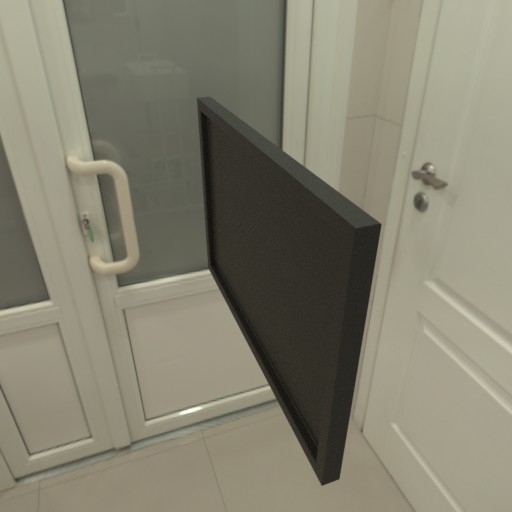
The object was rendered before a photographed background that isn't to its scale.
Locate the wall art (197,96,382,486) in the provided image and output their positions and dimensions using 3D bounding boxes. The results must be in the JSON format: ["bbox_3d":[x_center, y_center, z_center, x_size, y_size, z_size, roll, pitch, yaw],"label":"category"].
[{"bbox_3d":[0.000,0.000,0.561,0.021,0.301,0.443,-11,33,-17],"label":"wall art"}]
